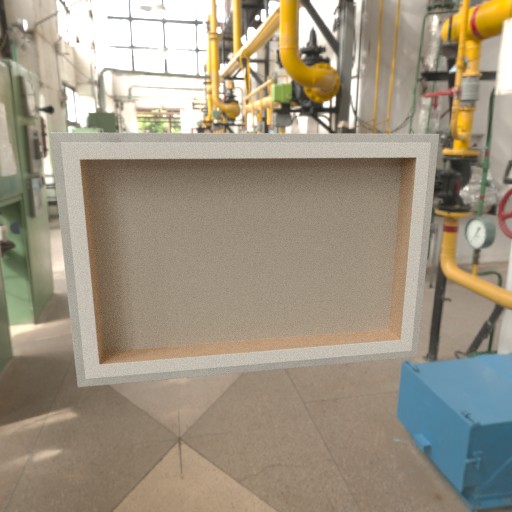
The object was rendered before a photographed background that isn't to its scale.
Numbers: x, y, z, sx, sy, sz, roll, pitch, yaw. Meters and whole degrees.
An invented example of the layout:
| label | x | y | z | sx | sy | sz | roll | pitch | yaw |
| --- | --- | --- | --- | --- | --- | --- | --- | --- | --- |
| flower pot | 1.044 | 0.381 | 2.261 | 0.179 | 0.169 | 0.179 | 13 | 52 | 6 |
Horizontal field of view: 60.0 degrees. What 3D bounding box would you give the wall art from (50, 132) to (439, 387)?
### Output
| label | x | y | z | sx | sy | sz | roll | pitch | yaw |
| --- | --- | --- | --- | --- | --- | --- | --- | --- | --- |
| wall art | 0.000 | 0.000 | 0.478 | 0.381 | 0.254 | 0.038 | -3 | 14 | -10 |
